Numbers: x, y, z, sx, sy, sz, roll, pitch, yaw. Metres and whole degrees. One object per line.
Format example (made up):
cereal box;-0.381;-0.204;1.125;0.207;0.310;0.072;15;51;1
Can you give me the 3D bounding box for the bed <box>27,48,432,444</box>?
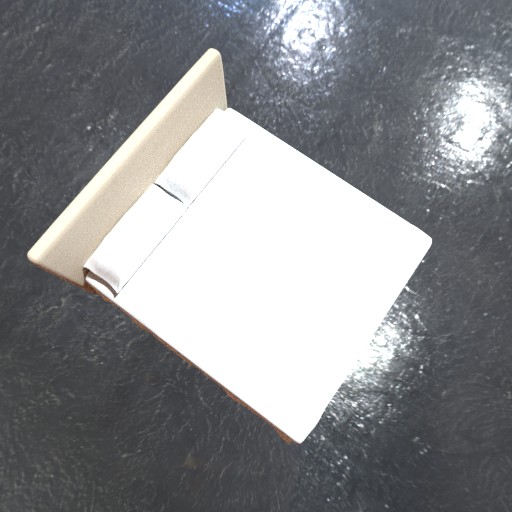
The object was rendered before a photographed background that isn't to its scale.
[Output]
bed;0.000;0.000;3.588;2.319;1.317;2.119;35;78;9
